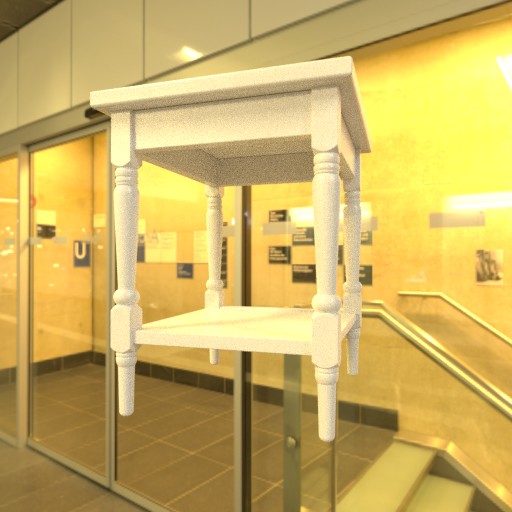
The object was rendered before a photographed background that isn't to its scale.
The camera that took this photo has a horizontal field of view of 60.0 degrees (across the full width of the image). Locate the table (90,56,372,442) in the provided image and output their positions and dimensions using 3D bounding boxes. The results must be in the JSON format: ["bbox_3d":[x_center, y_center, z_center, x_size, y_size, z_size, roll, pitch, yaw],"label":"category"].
[{"bbox_3d":[0.000,0.000,0.922,0.442,0.565,0.488,0,0,18],"label":"table"}]
